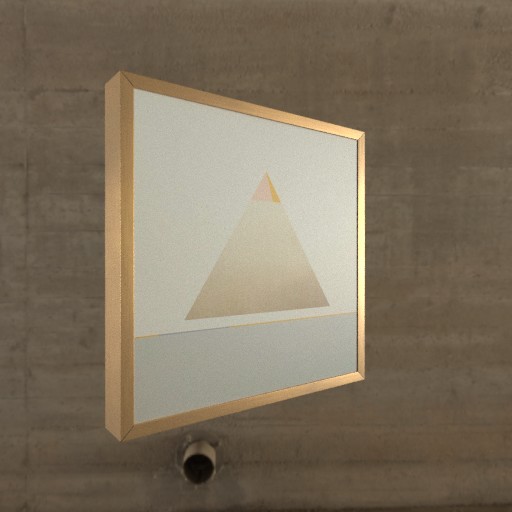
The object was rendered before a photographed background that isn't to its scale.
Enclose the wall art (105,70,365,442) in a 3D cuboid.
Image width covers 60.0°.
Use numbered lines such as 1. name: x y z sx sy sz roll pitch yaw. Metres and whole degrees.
1. wall art: 0.000 0.000 0.468 0.305 0.303 0.038 0 0 -37
